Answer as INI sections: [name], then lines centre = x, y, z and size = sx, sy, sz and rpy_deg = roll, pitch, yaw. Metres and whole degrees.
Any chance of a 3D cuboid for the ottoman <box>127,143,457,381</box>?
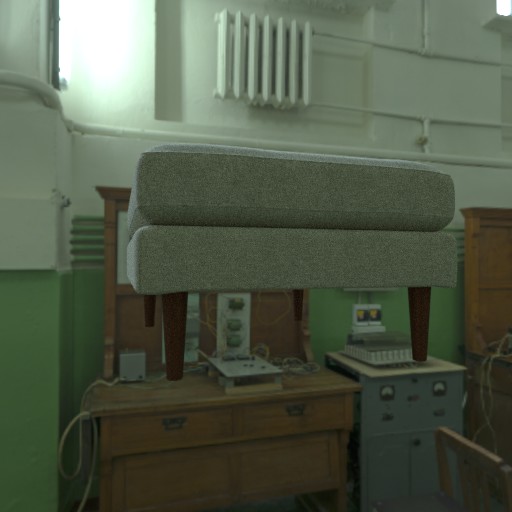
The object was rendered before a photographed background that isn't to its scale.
[ottoman]
centre = 0.000, 0.000, 1.259
size = 0.693, 0.474, 0.821
rpy_deg = 0, -1, -17
